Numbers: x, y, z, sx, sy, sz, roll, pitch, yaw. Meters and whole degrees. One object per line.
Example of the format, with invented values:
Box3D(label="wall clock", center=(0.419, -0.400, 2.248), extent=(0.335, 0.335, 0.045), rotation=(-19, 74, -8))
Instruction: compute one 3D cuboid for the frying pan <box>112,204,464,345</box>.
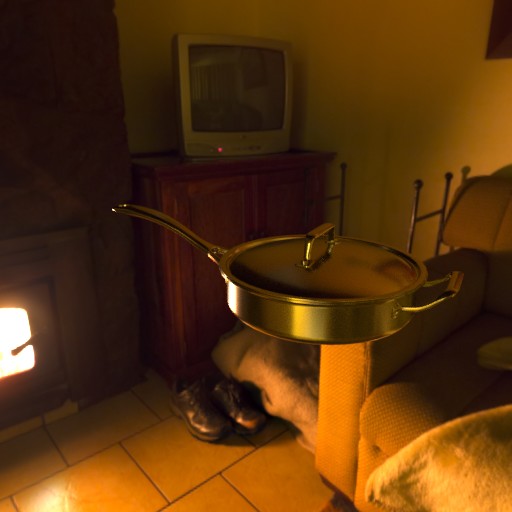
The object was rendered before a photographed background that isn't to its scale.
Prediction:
Box3D(label="frying pan", center=(0.000, 0.000, 0.662), extent=(0.561, 0.114, 0.280), rotation=(9, 20, 27))
